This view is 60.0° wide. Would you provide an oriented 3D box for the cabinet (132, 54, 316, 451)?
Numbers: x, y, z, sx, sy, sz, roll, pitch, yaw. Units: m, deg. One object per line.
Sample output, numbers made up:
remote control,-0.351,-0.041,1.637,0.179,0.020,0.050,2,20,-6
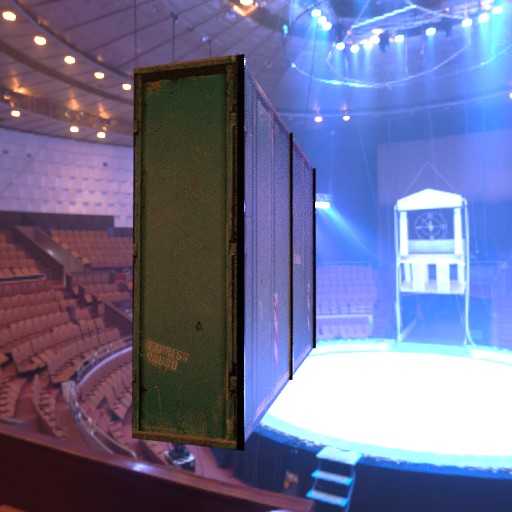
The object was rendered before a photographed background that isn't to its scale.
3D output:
cabinet,0.000,0.000,3.944,0.680,2.160,3.001,0,-1,15
